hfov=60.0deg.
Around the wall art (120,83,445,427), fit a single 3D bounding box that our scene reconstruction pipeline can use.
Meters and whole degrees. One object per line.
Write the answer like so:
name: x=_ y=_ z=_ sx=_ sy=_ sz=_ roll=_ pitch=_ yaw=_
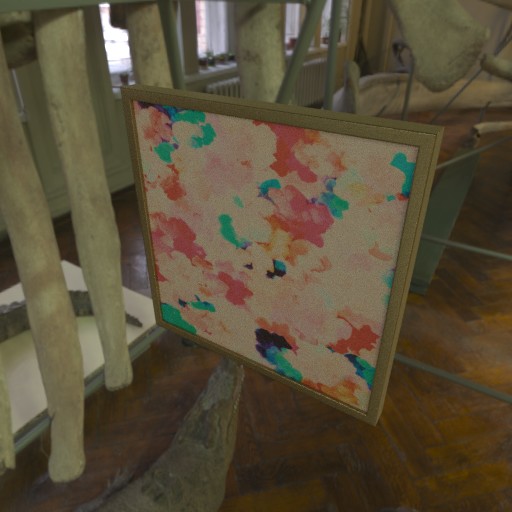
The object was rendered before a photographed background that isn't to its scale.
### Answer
wall art: x=0.000 y=0.000 z=0.765 sx=0.510 sy=0.509 sz=0.037 roll=18 pitch=36 yaw=27
